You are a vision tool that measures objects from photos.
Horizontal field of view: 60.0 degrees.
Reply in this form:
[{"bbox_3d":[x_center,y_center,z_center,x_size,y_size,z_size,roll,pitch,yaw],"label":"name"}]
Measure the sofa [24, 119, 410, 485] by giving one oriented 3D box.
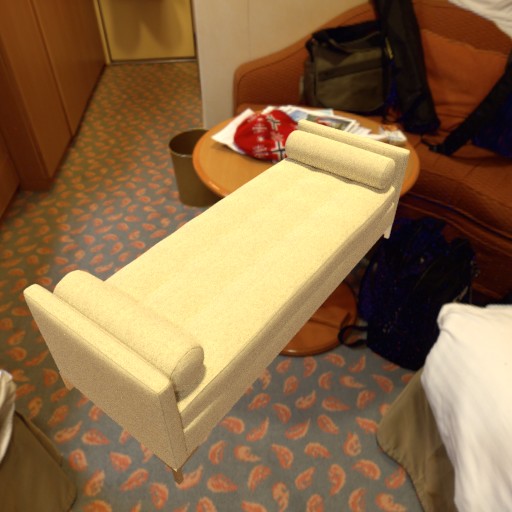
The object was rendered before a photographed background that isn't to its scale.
[{"bbox_3d":[0.000,0.000,2.412,0.797,0.655,2.102,26,47,27],"label":"sofa"}]
